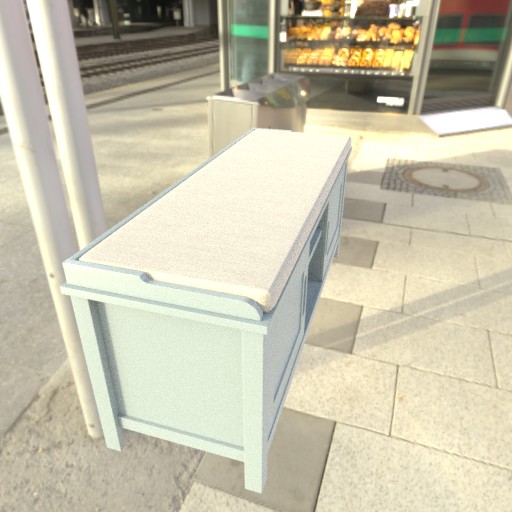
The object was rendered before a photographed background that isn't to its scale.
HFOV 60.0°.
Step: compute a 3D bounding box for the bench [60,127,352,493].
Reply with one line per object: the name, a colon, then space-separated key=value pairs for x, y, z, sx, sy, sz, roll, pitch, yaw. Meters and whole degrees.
bench: x=0.000 y=0.000 z=1.336 sx=0.398 sy=0.501 sz=1.140 roll=9 pitch=30 yaw=15
